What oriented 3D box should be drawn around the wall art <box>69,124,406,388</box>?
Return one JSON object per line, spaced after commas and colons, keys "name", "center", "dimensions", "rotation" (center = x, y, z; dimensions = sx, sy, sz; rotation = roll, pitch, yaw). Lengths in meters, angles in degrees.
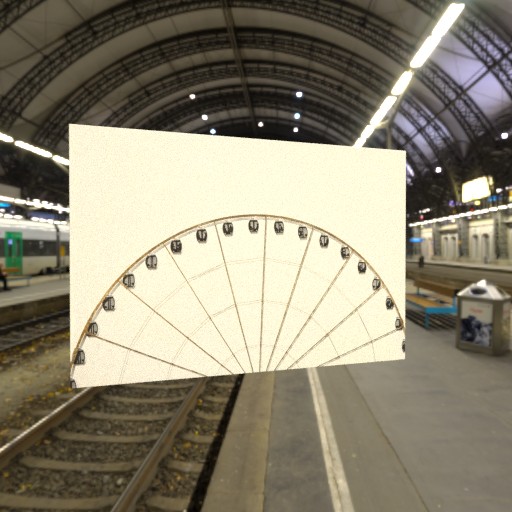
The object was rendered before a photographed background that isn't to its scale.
{"name": "wall art", "center": [0.000, 0.000, 1.473], "dimensions": [1.144, 0.767, 0.038], "rotation": [0, 1, -18]}
